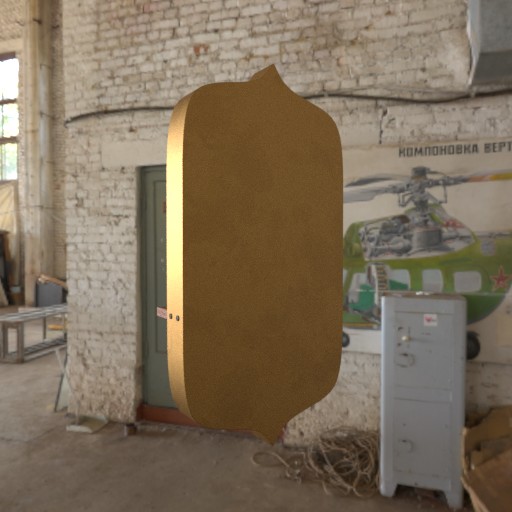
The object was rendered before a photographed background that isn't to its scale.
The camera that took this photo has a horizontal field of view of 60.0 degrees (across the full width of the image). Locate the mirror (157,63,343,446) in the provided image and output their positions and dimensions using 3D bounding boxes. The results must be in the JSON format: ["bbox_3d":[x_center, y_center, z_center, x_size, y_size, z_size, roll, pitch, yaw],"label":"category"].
[{"bbox_3d":[0.000,0.000,0.748,0.323,0.613,0.096,-1,2,-36],"label":"mirror"}]
